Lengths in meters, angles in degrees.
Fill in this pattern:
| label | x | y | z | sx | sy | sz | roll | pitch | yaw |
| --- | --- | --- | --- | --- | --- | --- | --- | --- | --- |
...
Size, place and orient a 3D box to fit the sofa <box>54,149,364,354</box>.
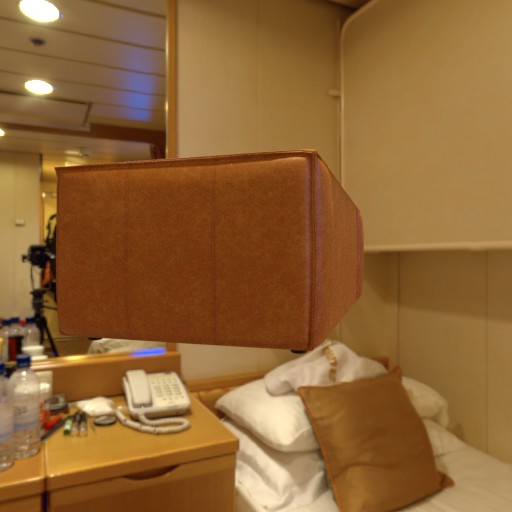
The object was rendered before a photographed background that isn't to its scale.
| label | x | y | z | sx | sy | sz | roll | pitch | yaw |
| --- | --- | --- | --- | --- | --- | --- | --- | --- | --- |
| sofa | 0.000 | 0.000 | 2.554 | 1.102 | 0.703 | 2.088 | 0 | 0 | 17 |
